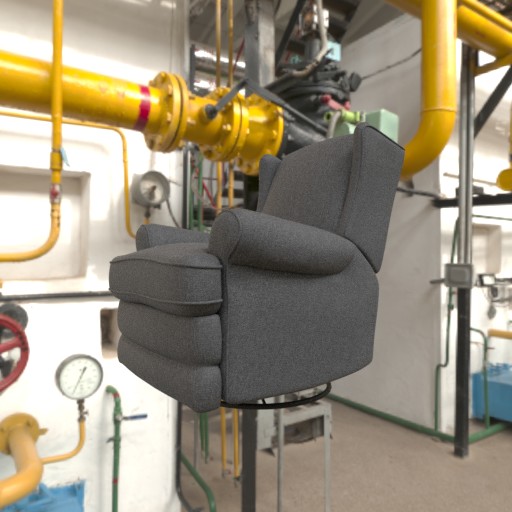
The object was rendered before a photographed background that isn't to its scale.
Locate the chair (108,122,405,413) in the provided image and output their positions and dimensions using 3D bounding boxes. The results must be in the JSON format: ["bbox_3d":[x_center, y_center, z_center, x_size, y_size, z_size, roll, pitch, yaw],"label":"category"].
[{"bbox_3d":[0.000,0.000,1.731,0.969,1.011,0.847,0,0,-34],"label":"chair"}]
